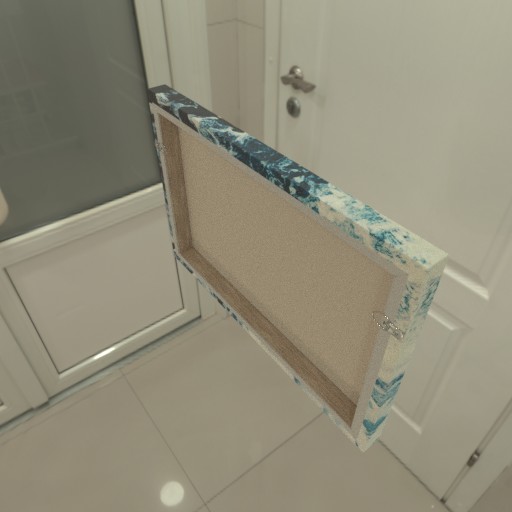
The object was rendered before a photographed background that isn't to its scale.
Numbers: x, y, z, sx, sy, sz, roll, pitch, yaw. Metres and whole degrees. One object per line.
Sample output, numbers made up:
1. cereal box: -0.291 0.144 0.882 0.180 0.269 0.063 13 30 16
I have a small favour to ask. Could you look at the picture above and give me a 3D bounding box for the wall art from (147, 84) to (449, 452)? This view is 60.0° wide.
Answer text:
1. wall art: 0.000 0.000 0.768 0.043 0.407 0.609 -27 48 -27
